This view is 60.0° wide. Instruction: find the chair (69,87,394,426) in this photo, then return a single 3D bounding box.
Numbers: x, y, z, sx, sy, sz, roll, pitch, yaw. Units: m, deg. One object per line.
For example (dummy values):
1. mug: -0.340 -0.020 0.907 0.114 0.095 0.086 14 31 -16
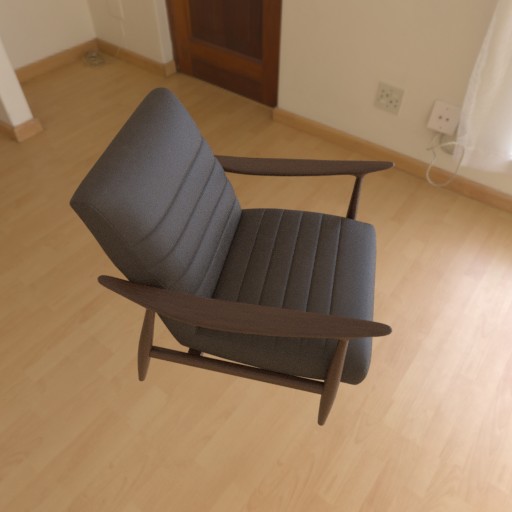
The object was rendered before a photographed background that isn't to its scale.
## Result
1. chair: 0.000 0.000 1.448 0.798 0.831 0.741 9 48 8
